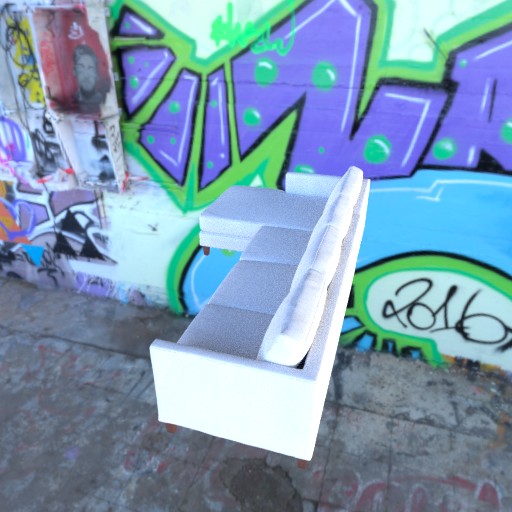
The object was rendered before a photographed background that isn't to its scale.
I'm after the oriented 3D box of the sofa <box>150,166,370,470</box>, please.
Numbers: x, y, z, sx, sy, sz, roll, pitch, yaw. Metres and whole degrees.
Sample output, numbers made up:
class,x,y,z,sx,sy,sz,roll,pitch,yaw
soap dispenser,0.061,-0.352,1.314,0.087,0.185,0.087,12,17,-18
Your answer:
class,x,y,z,sx,sy,sz,roll,pitch,yaw
sofa,0.000,0.000,3.799,1.625,0.861,3.186,9,30,15
